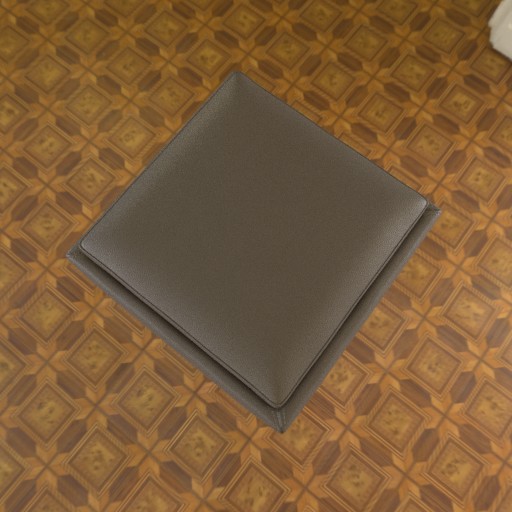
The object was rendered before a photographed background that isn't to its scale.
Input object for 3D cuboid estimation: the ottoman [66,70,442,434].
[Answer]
[{"bbox_3d":[0.000,0.000,0.858,0.450,0.460,0.451,37,79,9],"label":"ottoman"}]
